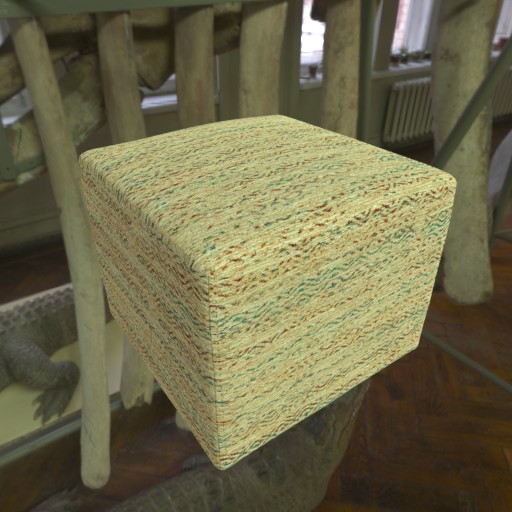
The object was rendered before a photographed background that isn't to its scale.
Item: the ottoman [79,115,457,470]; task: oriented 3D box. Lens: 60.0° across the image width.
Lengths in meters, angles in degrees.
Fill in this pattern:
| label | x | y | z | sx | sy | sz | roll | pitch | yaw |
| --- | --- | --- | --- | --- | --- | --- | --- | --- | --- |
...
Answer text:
| label | x | y | z | sx | sy | sz | roll | pitch | yaw |
| --- | --- | --- | --- | --- | --- | --- | --- | --- | --- |
| ottoman | 0.000 | 0.000 | 0.909 | 0.512 | 0.453 | 0.521 | -21 | 37 | -29 |
